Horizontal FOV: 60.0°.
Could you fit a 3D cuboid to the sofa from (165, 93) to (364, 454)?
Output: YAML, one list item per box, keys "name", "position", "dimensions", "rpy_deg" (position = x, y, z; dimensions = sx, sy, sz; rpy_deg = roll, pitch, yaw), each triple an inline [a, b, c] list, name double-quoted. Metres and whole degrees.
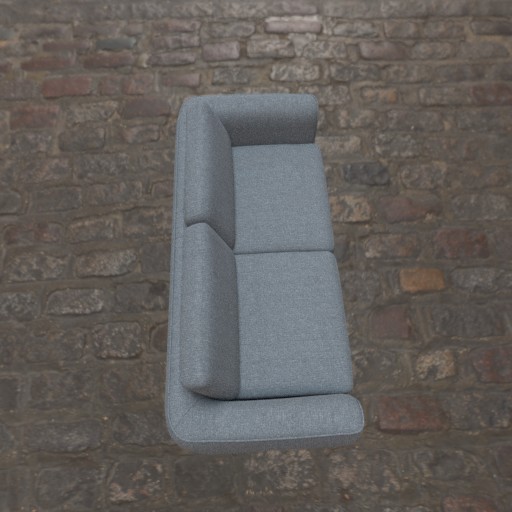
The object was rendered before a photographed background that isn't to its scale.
- name: "sofa"
  position: [0.000, 0.000, 2.475]
  dimensions: [0.920, 0.870, 2.000]
  rpy_deg: [-3, 64, -1]
